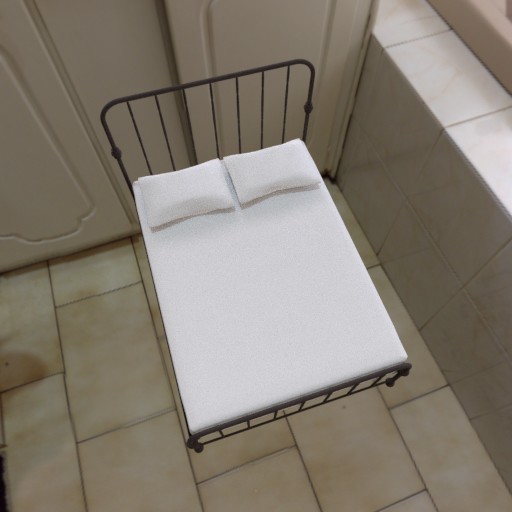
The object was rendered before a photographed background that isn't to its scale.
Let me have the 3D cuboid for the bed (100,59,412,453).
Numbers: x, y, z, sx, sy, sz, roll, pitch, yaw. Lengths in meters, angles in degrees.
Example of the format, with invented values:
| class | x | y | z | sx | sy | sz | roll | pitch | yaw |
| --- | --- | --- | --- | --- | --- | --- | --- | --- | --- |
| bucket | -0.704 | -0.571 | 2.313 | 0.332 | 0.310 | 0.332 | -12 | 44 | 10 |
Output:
| class | x | y | z | sx | sy | sz | roll | pitch | yaw |
| --- | --- | --- | --- | --- | --- | --- | --- | --- | --- |
| bed | 0.000 | 0.000 | 3.190 | 1.616 | 1.446 | 2.134 | -16 | 63 | -8 |
